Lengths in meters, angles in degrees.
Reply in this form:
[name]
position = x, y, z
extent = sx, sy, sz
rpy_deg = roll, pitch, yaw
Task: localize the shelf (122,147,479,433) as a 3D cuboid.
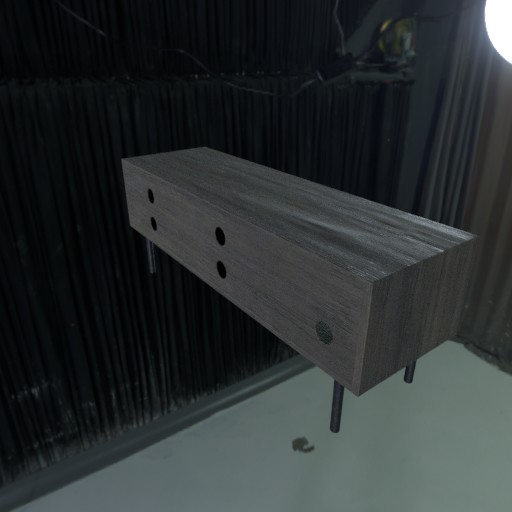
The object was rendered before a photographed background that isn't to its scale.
[shelf]
position = 0.000, 0.000, 1.551
extent = 0.400, 0.495, 1.300
rpy_deg = -18, 31, -33
